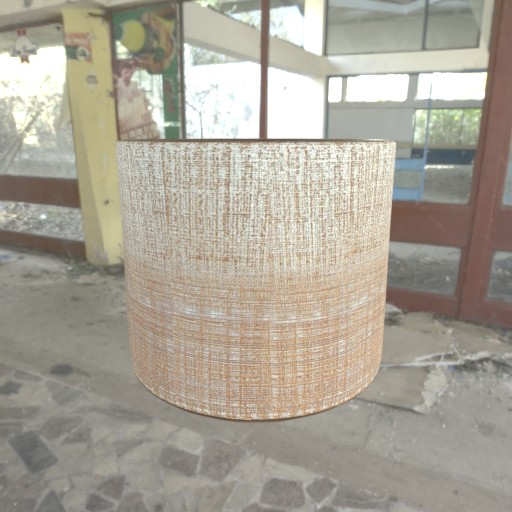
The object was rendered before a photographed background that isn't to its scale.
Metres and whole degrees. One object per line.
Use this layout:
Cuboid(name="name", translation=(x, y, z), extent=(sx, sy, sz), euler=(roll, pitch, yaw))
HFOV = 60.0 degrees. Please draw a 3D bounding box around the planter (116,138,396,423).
Cuboid(name="planter", translation=(0.000, 0.000, 0.188), extent=(0.109, 0.096, 0.109), euler=(0, 15, 0))
